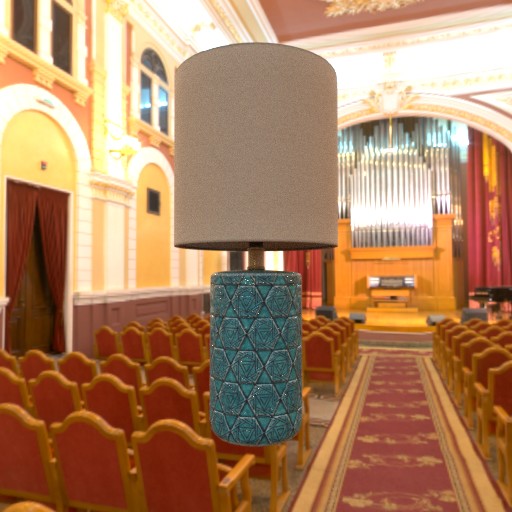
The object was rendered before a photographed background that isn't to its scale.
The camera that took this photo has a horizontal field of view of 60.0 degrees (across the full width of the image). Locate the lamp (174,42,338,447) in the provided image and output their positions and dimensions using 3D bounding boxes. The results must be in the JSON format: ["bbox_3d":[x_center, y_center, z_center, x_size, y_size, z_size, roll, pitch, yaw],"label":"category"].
[{"bbox_3d":[0.000,0.000,0.757,0.278,0.597,0.278,-1,-2,18],"label":"lamp"}]
